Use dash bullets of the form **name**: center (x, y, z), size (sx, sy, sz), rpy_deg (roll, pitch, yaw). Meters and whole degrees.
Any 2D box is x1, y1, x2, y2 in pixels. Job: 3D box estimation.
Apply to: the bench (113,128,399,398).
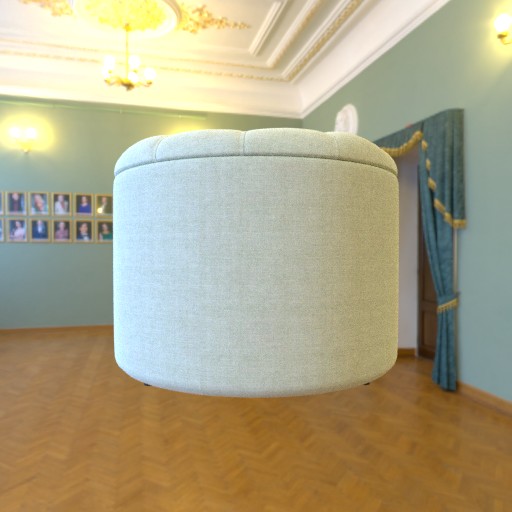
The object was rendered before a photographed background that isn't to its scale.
- **bench**: center (0.000, 0.000, 0.979), size (0.600, 0.453, 0.600), rpy_deg (0, 1, 0)
